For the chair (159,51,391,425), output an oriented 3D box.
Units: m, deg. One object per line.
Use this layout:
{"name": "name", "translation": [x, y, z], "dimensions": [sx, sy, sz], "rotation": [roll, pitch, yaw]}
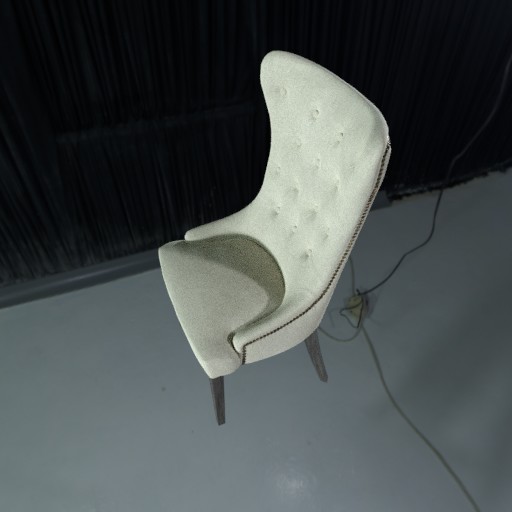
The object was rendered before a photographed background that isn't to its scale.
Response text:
{"name": "chair", "translation": [0.000, 0.000, 1.443], "dimensions": [0.590, 1.065, 0.584], "rotation": [-17, 48, -16]}
